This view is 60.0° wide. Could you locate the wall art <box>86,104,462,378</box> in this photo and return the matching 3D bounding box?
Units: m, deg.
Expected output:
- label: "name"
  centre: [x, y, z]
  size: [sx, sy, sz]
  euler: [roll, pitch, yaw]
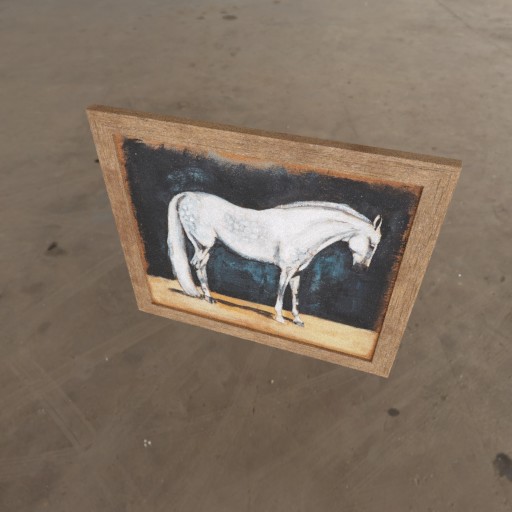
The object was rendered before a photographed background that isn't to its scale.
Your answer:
- label: "wall art"
  centre: [0.000, 0.000, 0.981]
  size: [0.690, 0.588, 0.026]
  euler: [13, 43, 14]
